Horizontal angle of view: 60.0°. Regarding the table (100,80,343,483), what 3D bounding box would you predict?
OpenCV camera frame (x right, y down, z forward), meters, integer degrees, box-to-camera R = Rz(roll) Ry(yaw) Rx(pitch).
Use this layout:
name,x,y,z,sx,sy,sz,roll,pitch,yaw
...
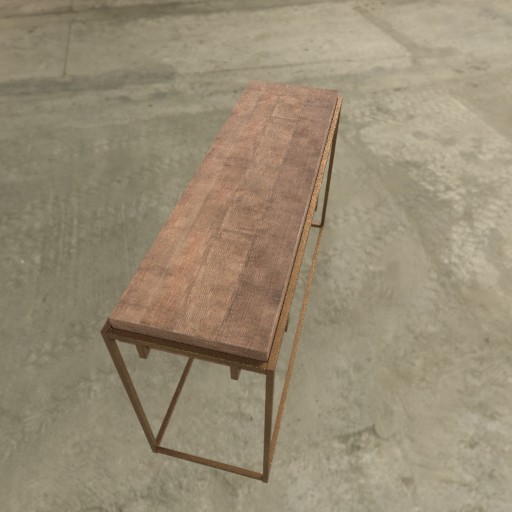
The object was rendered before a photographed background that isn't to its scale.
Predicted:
name,x,y,z,sx,sy,sz,roll,pitch,yaw
table,0.000,0.000,1.797,0.440,0.820,1.400,10,47,10
